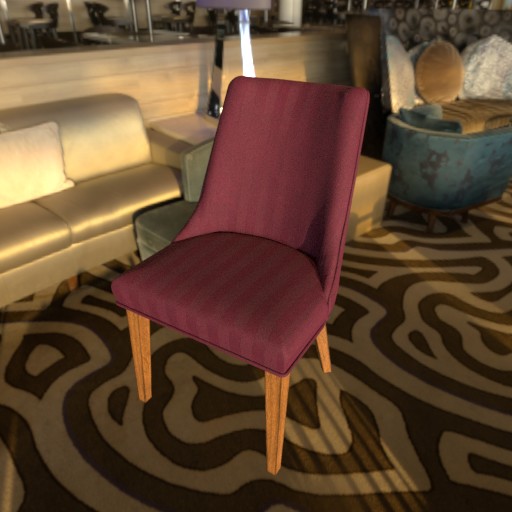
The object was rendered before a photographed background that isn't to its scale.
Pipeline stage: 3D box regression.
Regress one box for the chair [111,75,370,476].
[{"bbox_3d":[0.000,0.000,1.308,0.548,0.916,0.638,17,35,27],"label":"chair"}]
